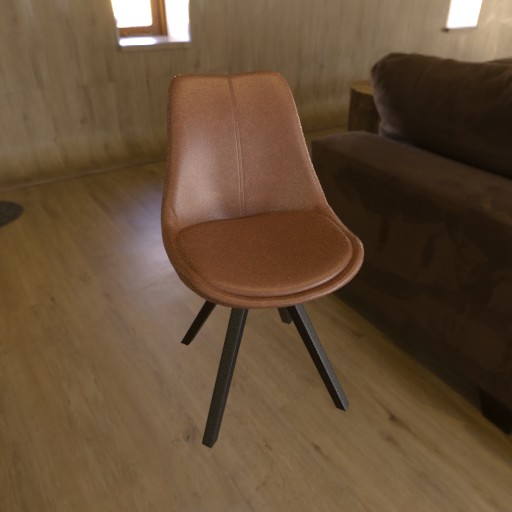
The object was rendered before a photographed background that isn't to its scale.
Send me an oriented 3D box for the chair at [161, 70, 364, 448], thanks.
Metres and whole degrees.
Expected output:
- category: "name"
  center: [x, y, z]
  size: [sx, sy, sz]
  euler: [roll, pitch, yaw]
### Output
- category: "chair"
  center: [0.000, 0.000, 1.187]
  size: [0.475, 0.850, 0.550]
  euler: [-9, 32, -15]
